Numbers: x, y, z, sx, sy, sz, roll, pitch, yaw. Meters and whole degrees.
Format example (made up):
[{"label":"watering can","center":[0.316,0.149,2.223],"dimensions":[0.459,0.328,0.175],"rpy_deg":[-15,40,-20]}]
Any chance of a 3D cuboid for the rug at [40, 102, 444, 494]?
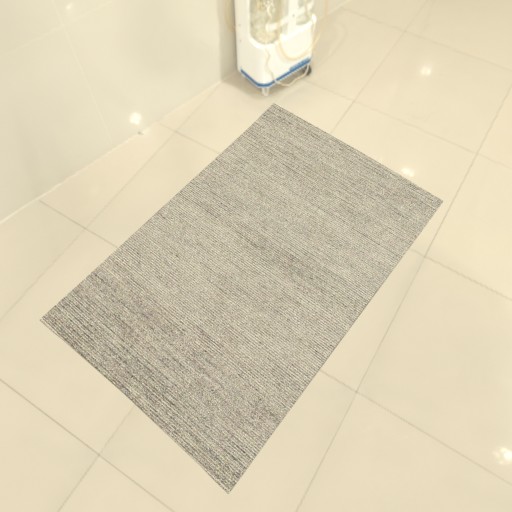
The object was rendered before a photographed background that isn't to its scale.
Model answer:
[{"label":"rug","center":[0.000,0.000,2.234],"dimensions":[1.162,0.022,1.804],"rpy_deg":[36,68,17]}]
